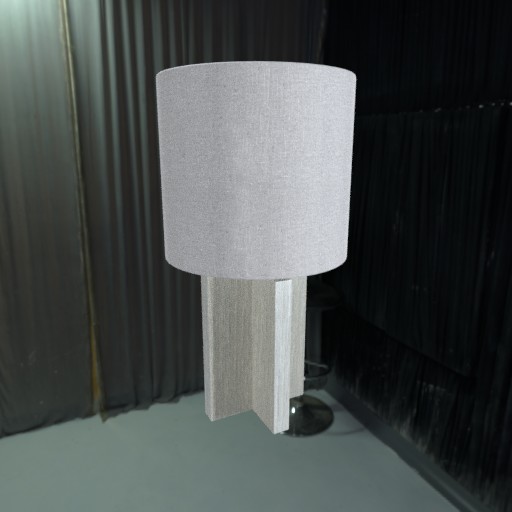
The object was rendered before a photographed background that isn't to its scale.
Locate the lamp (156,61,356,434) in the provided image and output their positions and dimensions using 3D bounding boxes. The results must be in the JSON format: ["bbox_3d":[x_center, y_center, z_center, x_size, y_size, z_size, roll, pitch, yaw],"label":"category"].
[{"bbox_3d":[0.000,0.000,0.570,0.229,0.428,0.229,-7,16,-26],"label":"lamp"}]
